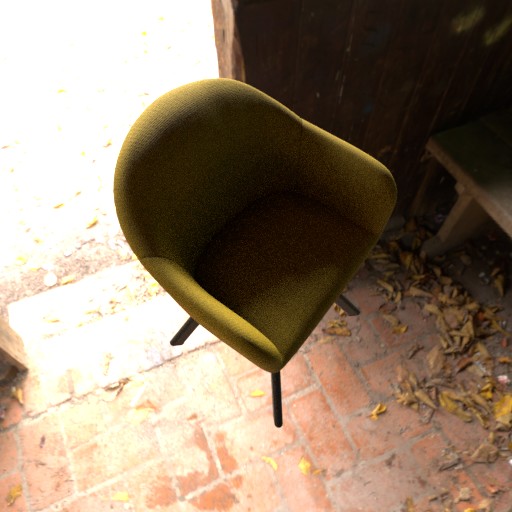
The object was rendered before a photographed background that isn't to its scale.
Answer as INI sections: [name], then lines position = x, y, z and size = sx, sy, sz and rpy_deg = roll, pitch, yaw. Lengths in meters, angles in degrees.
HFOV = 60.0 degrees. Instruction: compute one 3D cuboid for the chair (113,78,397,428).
[chair]
position = 0.000, 0.000, 1.202
size = 0.550, 0.795, 0.590
rpy_deg = 32, 62, 20
